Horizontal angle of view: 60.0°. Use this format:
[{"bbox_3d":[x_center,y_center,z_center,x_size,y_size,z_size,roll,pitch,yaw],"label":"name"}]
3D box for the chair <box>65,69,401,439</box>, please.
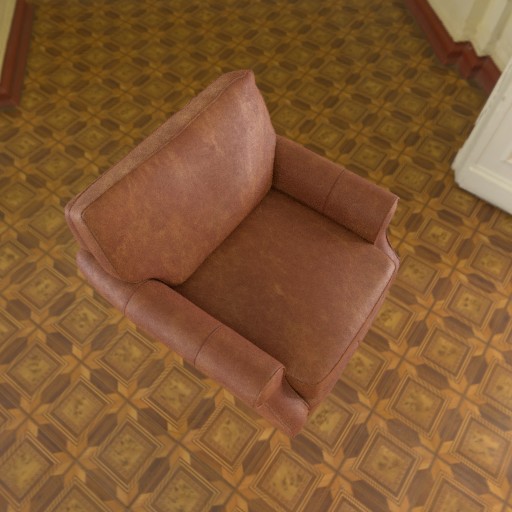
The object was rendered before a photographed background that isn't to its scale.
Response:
[{"bbox_3d":[0.000,0.000,1.707,0.986,0.962,0.983,31,64,18],"label":"chair"}]
